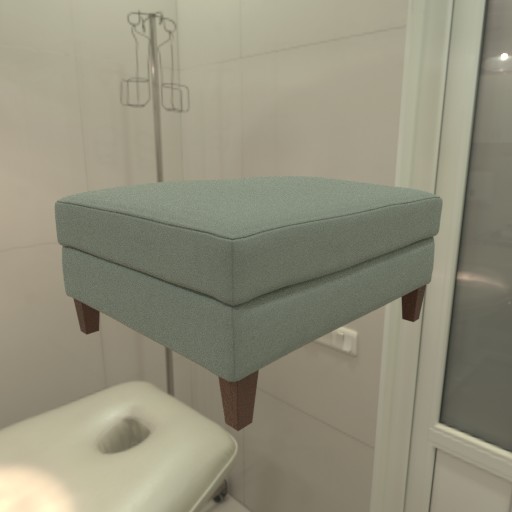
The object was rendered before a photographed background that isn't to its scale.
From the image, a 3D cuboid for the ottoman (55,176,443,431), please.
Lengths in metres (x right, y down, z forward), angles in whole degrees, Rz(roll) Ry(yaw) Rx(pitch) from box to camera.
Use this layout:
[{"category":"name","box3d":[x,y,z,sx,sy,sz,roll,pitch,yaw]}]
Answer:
[{"category":"ottoman","box3d":[0.000,0.000,1.473,0.842,0.494,0.991,13,19,42]}]
